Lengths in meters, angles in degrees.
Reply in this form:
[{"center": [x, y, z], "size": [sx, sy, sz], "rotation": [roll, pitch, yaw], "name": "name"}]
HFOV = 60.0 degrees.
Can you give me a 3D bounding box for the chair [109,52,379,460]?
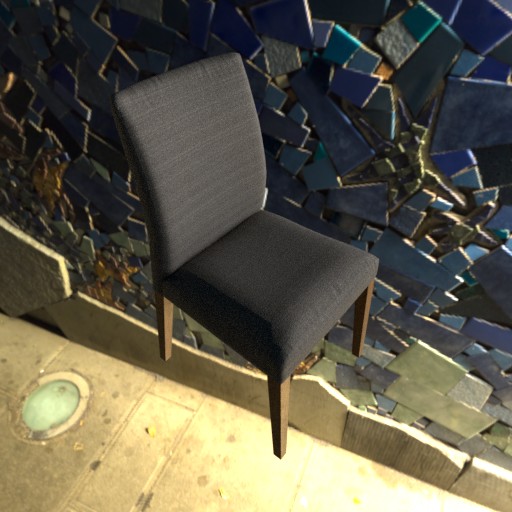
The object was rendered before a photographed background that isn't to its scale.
[{"center": [0.000, 0.000, 1.283], "size": [0.585, 0.940, 0.496], "rotation": [28, 48, 28], "name": "chair"}]
